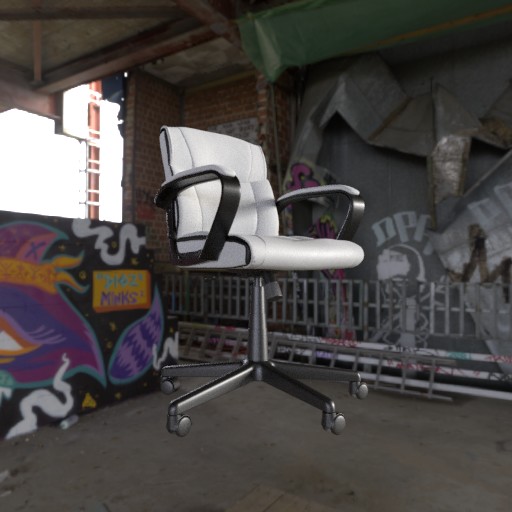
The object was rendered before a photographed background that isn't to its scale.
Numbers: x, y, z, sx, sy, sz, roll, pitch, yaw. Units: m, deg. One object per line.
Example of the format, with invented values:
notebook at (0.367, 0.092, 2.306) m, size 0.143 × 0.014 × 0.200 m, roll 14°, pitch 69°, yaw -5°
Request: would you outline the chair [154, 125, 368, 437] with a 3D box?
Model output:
chair at (0.000, 0.000, 1.508) m, size 0.739 × 1.004 × 0.717 m, roll 1°, pitch -2°, yaw -36°
